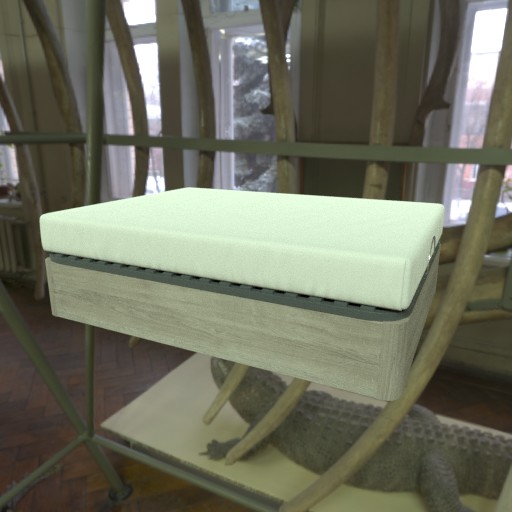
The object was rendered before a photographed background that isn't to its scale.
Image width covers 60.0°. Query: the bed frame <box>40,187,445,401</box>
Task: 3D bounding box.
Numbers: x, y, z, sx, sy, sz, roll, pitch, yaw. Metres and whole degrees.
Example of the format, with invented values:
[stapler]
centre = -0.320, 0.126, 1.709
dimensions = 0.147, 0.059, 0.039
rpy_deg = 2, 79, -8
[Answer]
[bed frame]
centre = 0.000, 0.000, 2.577
dimensions = 1.900, 0.561, 1.400
rpy_deg = 8, 17, 26
